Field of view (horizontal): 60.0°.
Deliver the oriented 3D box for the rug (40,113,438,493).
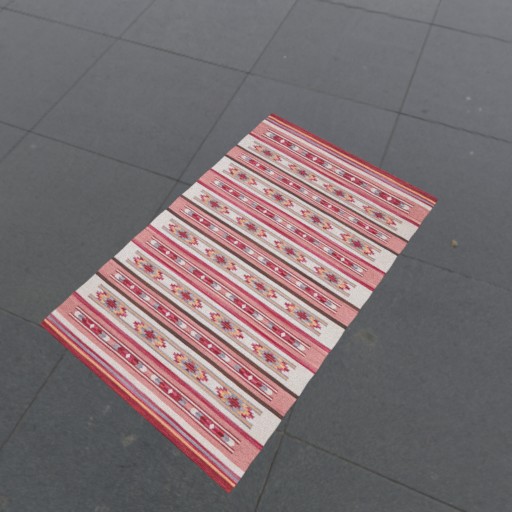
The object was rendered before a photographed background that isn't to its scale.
[{"bbox_3d":[0.000,0.000,3.016,1.535,0.010,2.431,33,64,19],"label":"rug"}]
